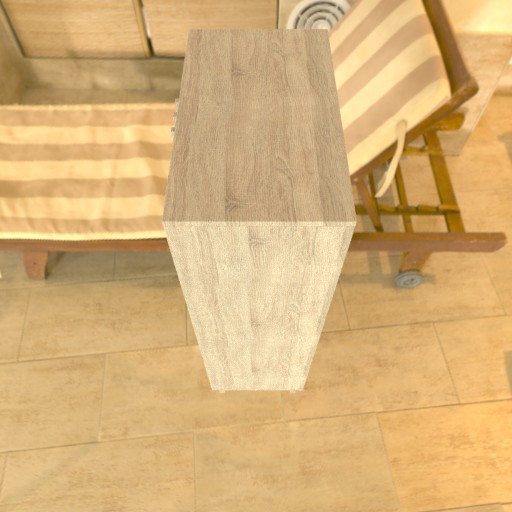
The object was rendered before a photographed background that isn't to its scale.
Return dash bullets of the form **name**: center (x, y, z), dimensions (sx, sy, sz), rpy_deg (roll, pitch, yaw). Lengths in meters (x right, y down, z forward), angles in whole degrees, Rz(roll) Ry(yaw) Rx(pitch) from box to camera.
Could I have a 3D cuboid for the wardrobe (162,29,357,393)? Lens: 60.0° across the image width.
- **wardrobe**: center (0.000, 0.000, 2.409), dimensions (0.600, 1.960, 1.000), rpy_deg (0, 58, 0)
